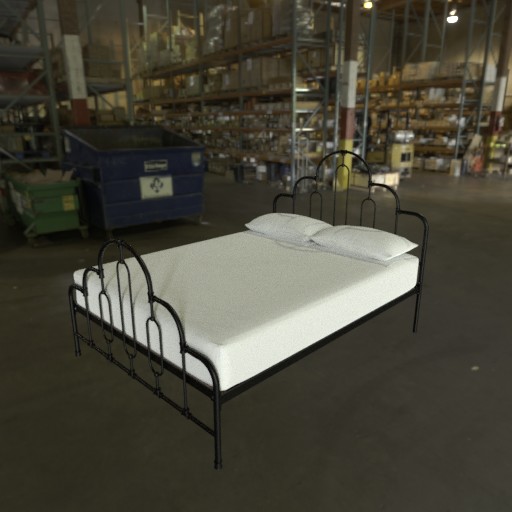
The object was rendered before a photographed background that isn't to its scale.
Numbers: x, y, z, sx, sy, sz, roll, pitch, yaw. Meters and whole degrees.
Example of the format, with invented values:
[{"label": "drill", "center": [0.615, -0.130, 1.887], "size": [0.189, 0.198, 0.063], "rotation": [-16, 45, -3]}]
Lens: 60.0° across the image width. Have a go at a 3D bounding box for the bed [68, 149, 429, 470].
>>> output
[{"label": "bed", "center": [0.000, 0.000, 3.275], "size": [1.626, 1.444, 2.181], "rotation": [16, 23, 42]}]
